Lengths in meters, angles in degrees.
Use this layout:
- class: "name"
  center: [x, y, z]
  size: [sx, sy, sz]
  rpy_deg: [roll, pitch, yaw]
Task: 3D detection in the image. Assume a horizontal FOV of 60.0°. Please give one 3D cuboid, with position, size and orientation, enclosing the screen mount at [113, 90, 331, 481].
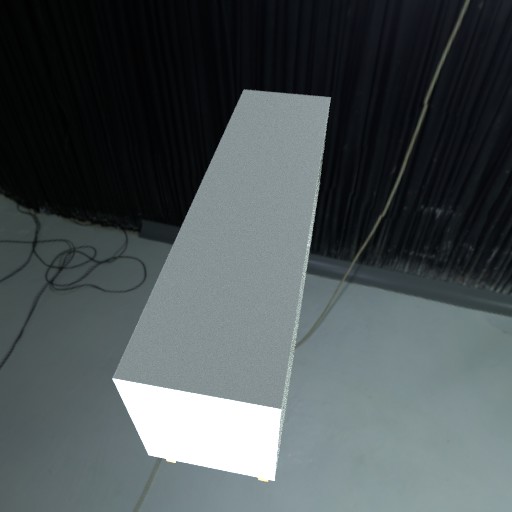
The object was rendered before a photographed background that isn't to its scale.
- class: "screen mount"
  center: [0.000, 0.000, 1.742]
  size: [0.400, 0.619, 1.490]
  rpy_deg: [8, 47, 7]
